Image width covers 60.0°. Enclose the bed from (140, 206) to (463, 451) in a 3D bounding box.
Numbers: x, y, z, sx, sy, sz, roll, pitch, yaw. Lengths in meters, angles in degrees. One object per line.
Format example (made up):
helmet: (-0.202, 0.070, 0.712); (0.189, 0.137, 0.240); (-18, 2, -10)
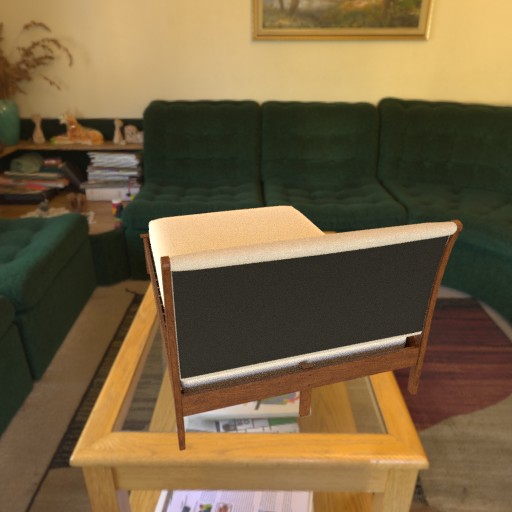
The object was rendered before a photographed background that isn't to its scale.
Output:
bed: (0.000, 0.000, 3.374); (1.612, 1.250, 2.380); (-8, 27, -15)
